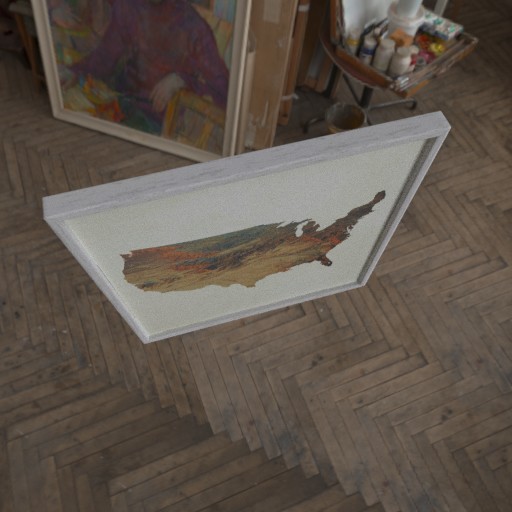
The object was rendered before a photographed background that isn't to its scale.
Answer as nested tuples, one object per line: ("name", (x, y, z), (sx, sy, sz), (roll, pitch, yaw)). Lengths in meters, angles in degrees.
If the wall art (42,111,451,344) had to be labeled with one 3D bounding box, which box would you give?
("wall art", (0.000, 0.000, 1.936), (1.287, 1.288, 0.078), (-14, 64, -7))
